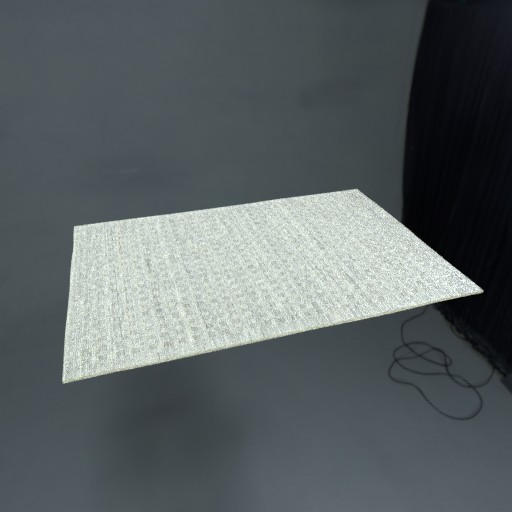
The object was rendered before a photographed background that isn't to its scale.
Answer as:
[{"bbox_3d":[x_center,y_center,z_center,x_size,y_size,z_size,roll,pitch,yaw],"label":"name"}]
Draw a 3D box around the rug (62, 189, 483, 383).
[{"bbox_3d":[0.000,0.000,2.891,2.297,0.018,1.532,-9,33,-15],"label":"rug"}]
